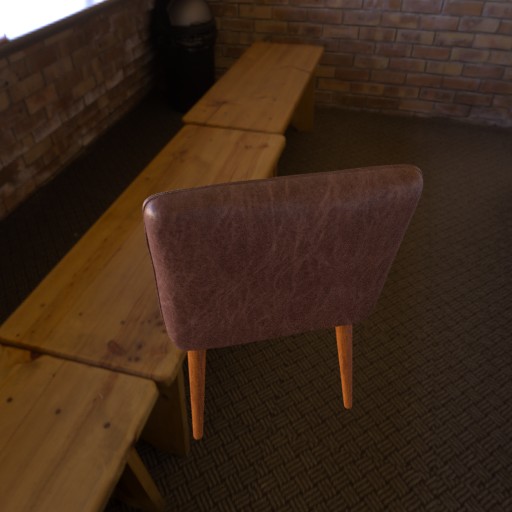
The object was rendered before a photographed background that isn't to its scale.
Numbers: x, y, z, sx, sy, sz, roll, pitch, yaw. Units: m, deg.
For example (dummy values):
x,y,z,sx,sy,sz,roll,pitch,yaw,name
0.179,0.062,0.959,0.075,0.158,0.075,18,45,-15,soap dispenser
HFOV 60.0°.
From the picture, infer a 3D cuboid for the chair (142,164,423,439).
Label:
x,y,z,sx,sy,sz,roll,pitch,yaw,name
0.000,0.000,1.191,0.543,0.803,0.645,-11,42,-12,chair
